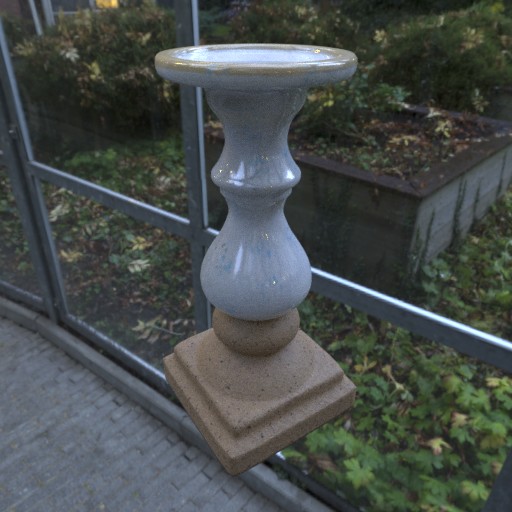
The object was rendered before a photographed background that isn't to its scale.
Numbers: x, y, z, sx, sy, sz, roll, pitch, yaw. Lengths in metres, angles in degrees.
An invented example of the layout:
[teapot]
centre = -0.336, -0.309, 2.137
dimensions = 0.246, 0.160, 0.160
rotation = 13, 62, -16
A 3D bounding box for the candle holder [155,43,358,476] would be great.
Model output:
[candle holder]
centre = 0.000, 0.000, 0.284
dimensions = 0.110, 0.239, 0.110
rotation = -18, 35, -29
